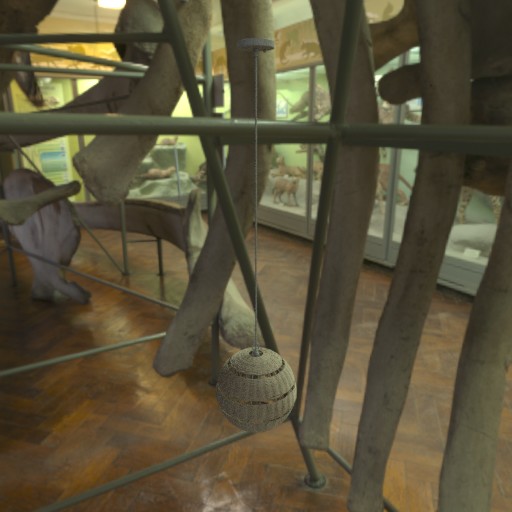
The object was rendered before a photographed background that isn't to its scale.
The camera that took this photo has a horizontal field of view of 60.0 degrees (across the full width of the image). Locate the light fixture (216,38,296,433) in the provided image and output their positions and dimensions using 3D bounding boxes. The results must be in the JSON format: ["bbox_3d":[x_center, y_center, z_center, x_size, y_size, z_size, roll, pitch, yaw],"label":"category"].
[{"bbox_3d":[0.000,0.000,2.288,0.457,2.019,0.457,-9,19,-28],"label":"light fixture"}]
